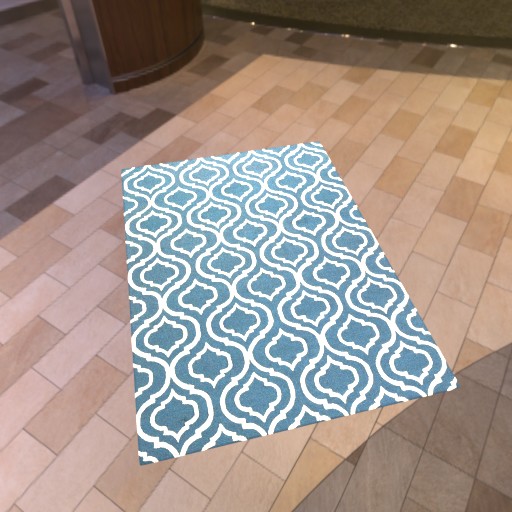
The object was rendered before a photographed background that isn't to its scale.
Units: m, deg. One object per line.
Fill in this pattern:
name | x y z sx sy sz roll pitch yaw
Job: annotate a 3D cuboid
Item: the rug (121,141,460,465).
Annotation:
rug | 0.000 0.000 4.294 2.438 0.010 3.353 -10 49 -9
